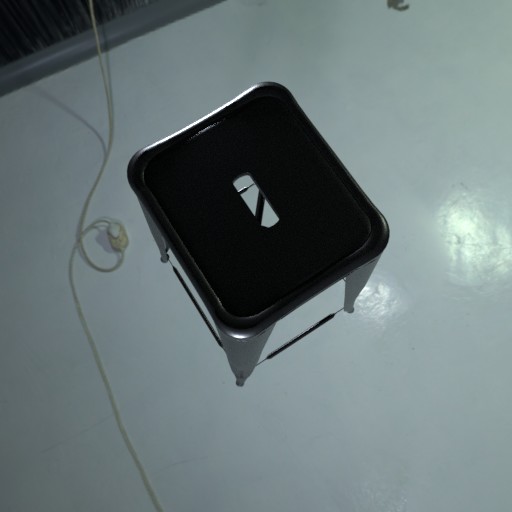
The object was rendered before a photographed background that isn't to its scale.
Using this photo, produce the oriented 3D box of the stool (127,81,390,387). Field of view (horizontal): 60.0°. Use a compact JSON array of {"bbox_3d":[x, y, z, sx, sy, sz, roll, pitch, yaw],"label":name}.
[{"bbox_3d":[0.000,0.000,0.867,0.359,0.609,0.399,-32,78,-8],"label":"stool"}]
